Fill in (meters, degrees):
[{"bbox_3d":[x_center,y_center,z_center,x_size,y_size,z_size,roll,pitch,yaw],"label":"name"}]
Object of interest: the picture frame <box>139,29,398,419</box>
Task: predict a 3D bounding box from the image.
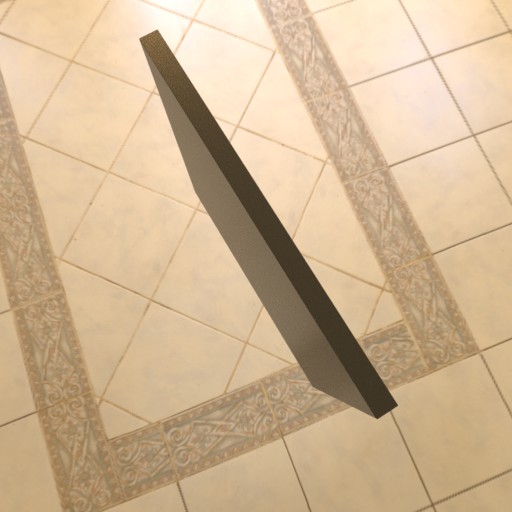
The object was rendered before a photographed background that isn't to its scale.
[{"bbox_3d":[0.000,0.000,0.809,0.029,0.557,0.559,-30,79,-7],"label":"picture frame"}]
